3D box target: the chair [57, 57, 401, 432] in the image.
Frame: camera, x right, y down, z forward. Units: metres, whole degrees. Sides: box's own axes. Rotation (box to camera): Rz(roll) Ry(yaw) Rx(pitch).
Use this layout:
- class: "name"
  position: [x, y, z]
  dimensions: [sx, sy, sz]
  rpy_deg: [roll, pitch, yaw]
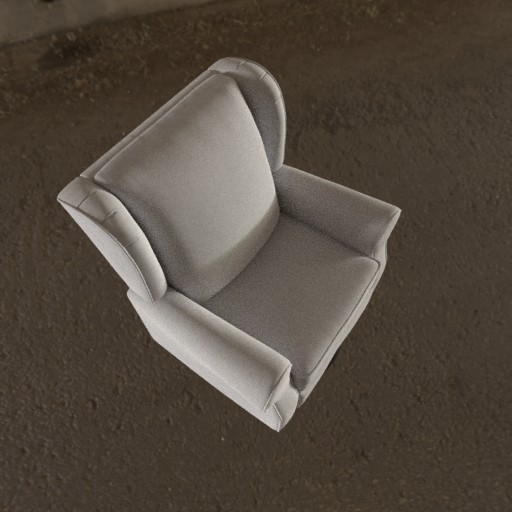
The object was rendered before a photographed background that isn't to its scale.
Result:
- class: "chair"
  position: [0.000, 0.000, 1.668]
  dimensions: [0.854, 0.967, 0.906]
  rpy_deg: [32, 64, 17]
